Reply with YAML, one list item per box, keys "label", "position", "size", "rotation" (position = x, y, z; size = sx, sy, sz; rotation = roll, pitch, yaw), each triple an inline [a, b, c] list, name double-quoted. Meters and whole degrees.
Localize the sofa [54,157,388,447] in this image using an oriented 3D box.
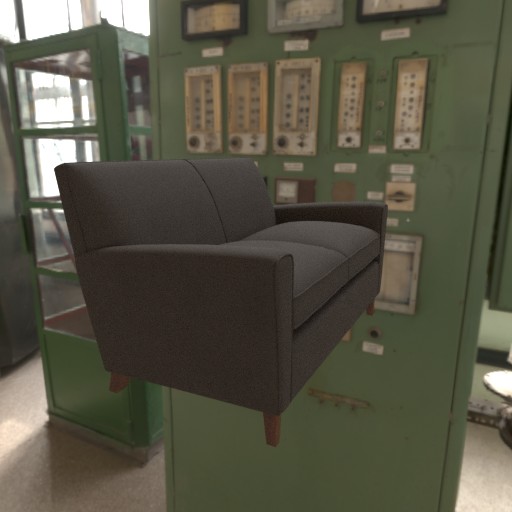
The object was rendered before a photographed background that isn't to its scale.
- label: "sofa"
  position: [0.000, 0.000, 1.996]
  size: [0.871, 0.846, 1.420]
  rotation: [7, 15, 27]
